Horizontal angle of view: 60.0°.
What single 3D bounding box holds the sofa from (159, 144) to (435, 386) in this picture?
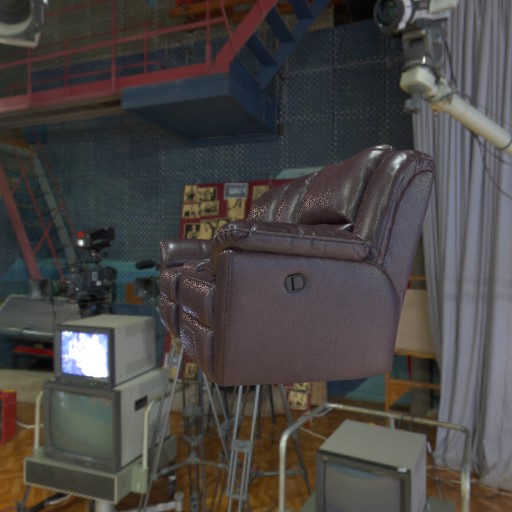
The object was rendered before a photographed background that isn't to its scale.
[{"bbox_3d":[0.000,0.000,2.638,0.991,1.043,2.058,0,0,-19],"label":"sofa"}]
